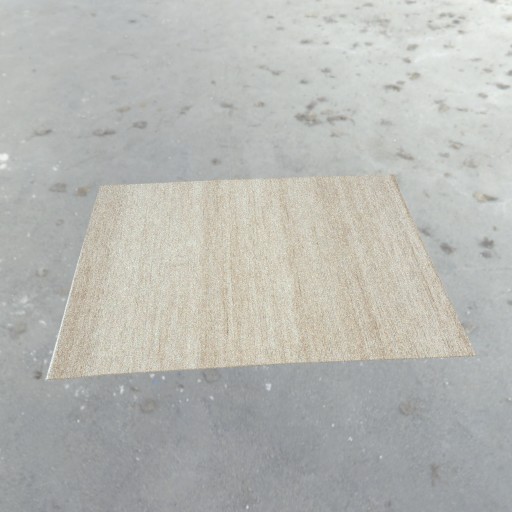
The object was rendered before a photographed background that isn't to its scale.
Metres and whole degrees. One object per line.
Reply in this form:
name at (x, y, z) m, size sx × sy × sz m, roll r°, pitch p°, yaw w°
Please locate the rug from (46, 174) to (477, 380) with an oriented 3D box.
rug at (0.000, 0.000, 2.870) m, size 2.283 × 0.030 × 1.596 m, roll -3°, pitch 48°, yaw -2°
